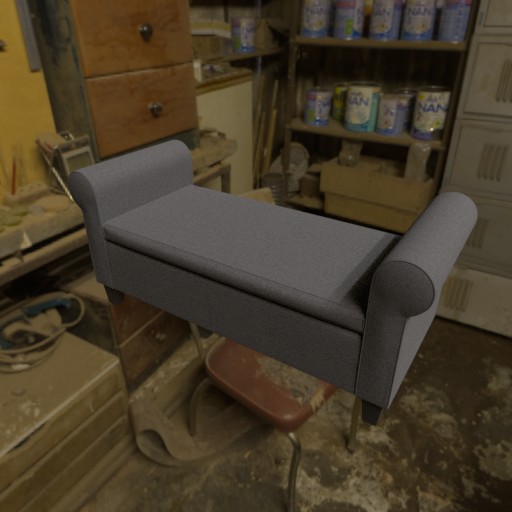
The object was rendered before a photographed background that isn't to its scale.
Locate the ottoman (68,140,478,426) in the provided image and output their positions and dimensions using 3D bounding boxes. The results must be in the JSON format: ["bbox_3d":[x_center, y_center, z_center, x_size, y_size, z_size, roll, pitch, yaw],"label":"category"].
[{"bbox_3d":[0.000,0.000,1.543,1.256,0.547,0.521,18,34,29],"label":"ottoman"}]
